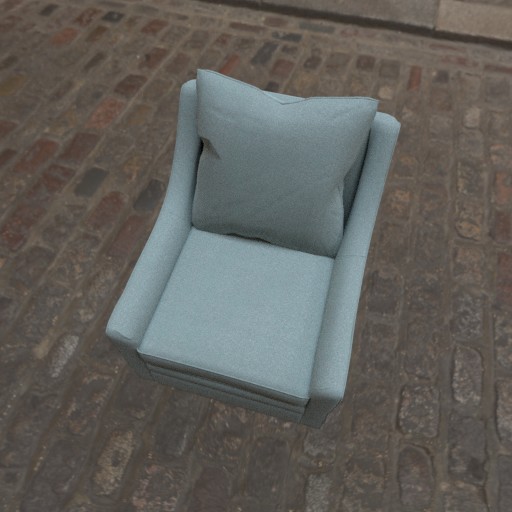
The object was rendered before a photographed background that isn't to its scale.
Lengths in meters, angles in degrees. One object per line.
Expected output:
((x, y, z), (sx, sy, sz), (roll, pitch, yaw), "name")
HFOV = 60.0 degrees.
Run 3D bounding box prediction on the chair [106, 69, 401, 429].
((0.000, 0.000, 1.584), (0.760, 0.926, 0.870), (13, 60, 8), "chair")
